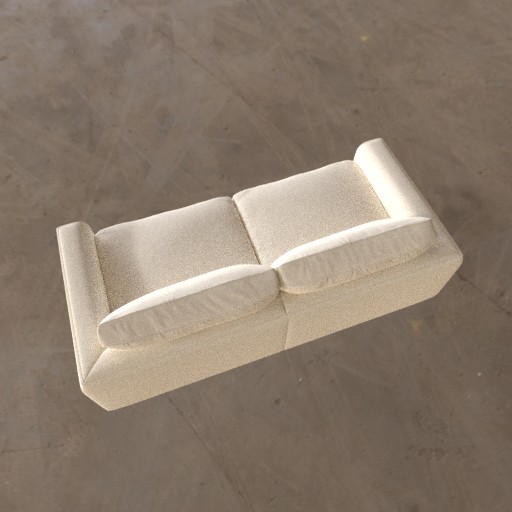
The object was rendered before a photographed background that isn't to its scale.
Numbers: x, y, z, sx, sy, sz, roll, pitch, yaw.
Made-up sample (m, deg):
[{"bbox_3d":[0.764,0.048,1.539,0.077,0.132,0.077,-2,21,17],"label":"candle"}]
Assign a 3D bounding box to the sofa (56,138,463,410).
[{"bbox_3d":[0.000,0.000,2.774,2.262,0.801,1.070,-17,61,-10],"label":"sofa"}]
